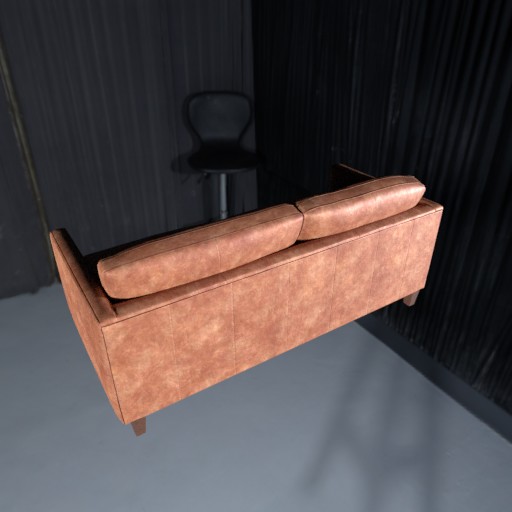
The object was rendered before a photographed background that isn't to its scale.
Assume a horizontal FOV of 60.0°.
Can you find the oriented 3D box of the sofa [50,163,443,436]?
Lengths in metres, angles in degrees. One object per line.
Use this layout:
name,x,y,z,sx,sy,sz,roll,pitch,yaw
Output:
sofa,0.000,0.000,2.506,1.971,0.863,0.923,-18,35,-28
